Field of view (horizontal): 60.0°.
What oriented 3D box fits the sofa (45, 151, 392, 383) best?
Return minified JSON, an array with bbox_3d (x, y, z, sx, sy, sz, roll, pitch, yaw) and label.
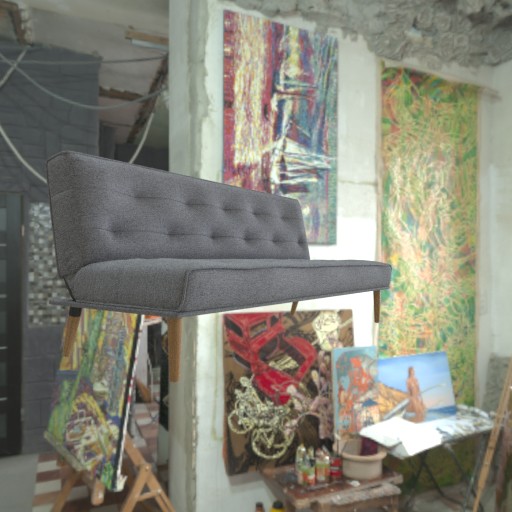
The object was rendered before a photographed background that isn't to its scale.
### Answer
[{"bbox_3d":[0.000,0.000,2.293,0.810,0.830,1.820,-1,-1,37],"label":"sofa"}]
